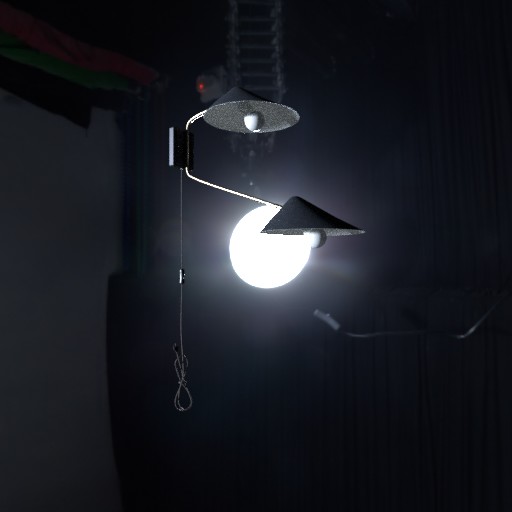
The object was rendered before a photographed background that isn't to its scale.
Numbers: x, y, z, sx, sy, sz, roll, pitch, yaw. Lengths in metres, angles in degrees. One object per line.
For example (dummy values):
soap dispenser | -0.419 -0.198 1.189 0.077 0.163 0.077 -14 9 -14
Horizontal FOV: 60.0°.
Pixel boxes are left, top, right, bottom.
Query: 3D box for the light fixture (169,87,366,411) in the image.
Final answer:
light fixture | 0.000 0.000 0.846 0.422 0.665 0.189 -1 -1 35
